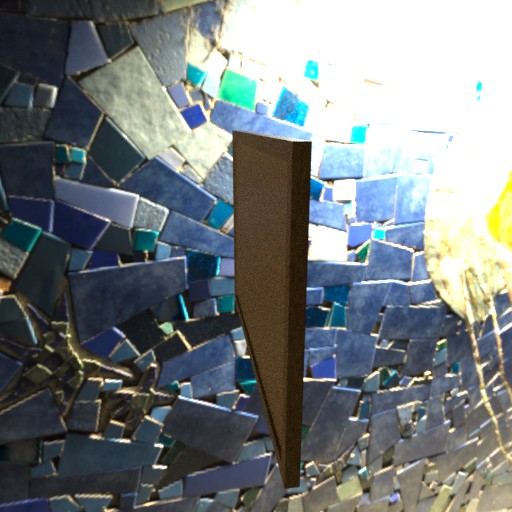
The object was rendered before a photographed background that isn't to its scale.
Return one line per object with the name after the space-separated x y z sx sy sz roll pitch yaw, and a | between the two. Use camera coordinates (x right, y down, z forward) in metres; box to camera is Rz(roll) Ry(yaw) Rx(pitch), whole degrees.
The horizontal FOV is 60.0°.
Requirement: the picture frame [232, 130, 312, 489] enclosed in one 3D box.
0.000 0.000 1.166 0.029 0.621 0.922 -2 17 -8 | picture frame
